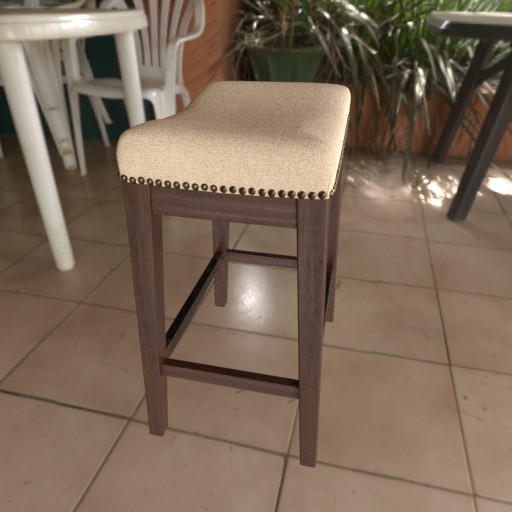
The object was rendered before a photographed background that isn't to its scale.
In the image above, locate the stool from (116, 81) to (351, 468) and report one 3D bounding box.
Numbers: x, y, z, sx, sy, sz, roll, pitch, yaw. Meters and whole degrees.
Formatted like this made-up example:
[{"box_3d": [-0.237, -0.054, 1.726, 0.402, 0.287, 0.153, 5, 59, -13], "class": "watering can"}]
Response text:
[{"box_3d": [0.000, 0.000, 0.981, 0.363, 0.669, 0.509, 7, 31, 11], "class": "stool"}]
